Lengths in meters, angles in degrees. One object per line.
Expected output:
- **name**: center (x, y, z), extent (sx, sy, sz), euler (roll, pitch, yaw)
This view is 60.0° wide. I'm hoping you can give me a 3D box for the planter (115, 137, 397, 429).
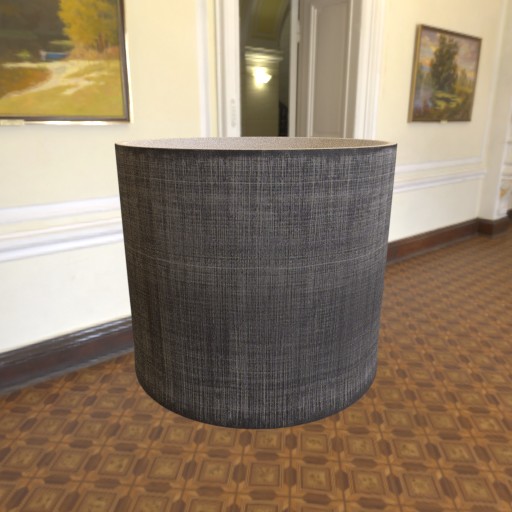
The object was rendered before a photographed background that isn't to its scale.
- **planter**: center (0.000, 0.000, 0.314), extent (0.178, 0.157, 0.178), euler (0, 17, 0)
